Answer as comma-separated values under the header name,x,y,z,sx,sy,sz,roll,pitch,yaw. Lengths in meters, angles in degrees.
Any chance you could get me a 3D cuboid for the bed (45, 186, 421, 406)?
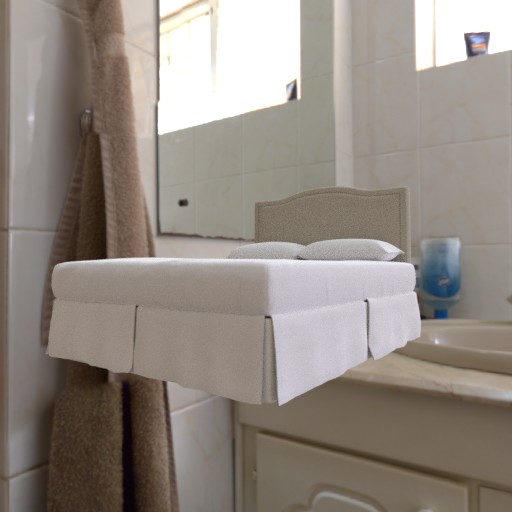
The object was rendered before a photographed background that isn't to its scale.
name,x,y,z,sx,sy,sz,roll,pitch,yaw
bed,0.000,0.000,3.537,1.977,1.437,2.477,-1,-1,36
